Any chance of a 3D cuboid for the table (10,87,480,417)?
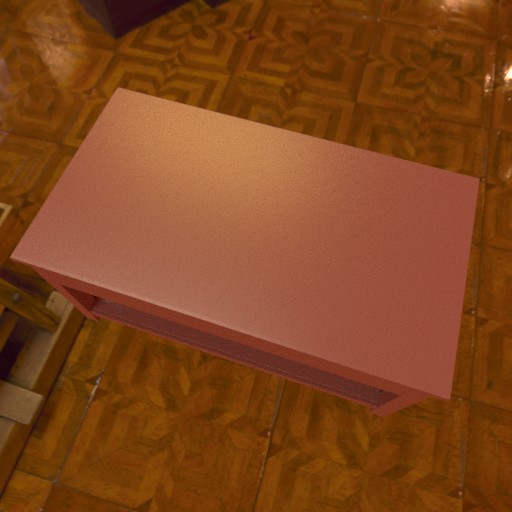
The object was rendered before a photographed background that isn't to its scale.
[{"bbox_3d":[0.000,0.000,1.359,1.068,0.493,0.612,17,65,8],"label":"table"}]
